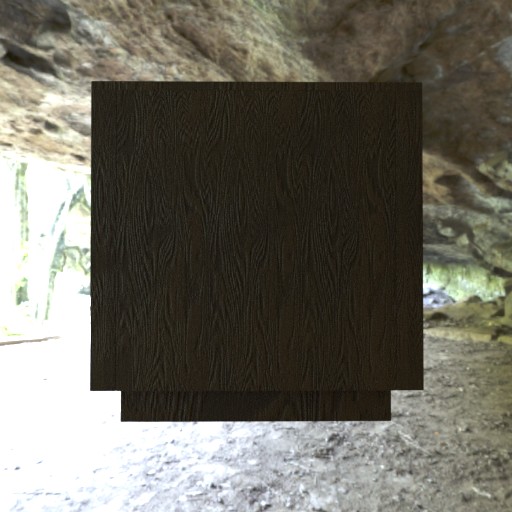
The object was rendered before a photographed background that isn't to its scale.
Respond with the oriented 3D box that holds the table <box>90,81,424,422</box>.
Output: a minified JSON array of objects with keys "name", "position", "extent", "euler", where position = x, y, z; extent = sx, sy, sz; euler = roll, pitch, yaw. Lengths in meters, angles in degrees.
[{"name":"table","position":[0.000,0.000,0.964],"extent":[0.560,0.585,0.439],"euler":[0,-1,-1]}]
